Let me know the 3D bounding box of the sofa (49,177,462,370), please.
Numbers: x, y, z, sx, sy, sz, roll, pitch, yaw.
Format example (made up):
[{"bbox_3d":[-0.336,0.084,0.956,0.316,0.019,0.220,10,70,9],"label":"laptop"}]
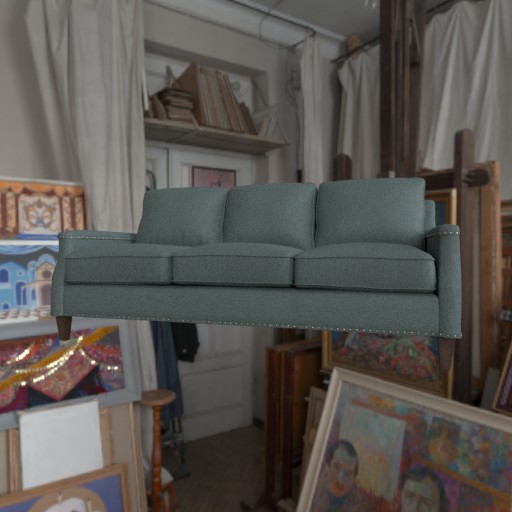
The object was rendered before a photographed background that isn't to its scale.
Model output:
[{"bbox_3d":[0.000,0.000,2.778,2.246,1.003,1.084,0,1,18],"label":"sofa"}]
